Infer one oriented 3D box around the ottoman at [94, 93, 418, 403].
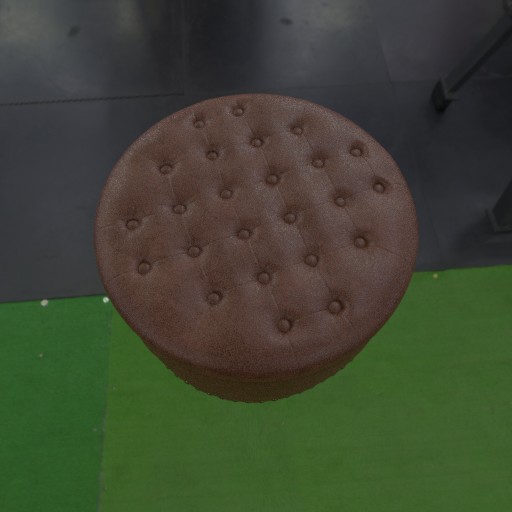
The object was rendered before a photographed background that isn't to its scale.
[{"bbox_3d":[0.000,0.000,1.043,0.637,0.442,0.637,0,64,0],"label":"ottoman"}]
